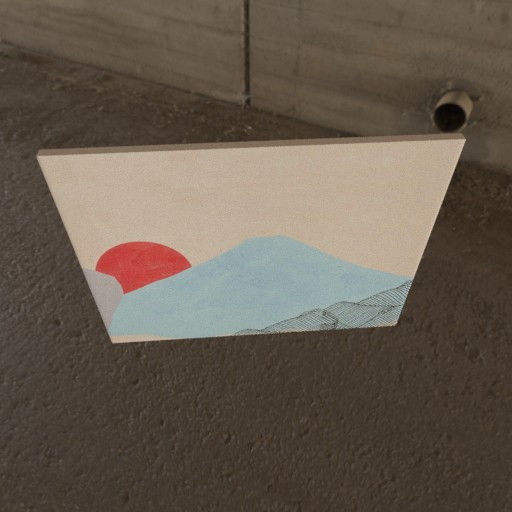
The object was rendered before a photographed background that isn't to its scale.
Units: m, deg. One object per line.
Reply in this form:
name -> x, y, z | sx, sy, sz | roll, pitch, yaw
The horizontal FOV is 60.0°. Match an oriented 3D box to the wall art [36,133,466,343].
wall art -> 0.000, 0.000, 1.592 | 1.219, 0.912, 0.042 | -3, 45, -3
